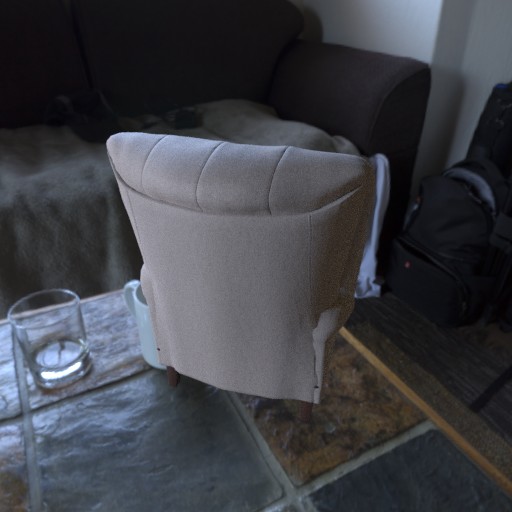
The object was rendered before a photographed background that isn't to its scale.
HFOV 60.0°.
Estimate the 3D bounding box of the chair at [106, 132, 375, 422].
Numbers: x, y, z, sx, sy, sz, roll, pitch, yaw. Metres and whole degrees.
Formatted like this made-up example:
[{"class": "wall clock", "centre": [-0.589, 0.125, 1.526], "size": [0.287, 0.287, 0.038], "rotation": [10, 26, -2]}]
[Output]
[{"class": "chair", "centre": [0.000, 0.000, 1.970], "size": [0.942, 1.209, 1.025], "rotation": [10, 33, 15]}]
